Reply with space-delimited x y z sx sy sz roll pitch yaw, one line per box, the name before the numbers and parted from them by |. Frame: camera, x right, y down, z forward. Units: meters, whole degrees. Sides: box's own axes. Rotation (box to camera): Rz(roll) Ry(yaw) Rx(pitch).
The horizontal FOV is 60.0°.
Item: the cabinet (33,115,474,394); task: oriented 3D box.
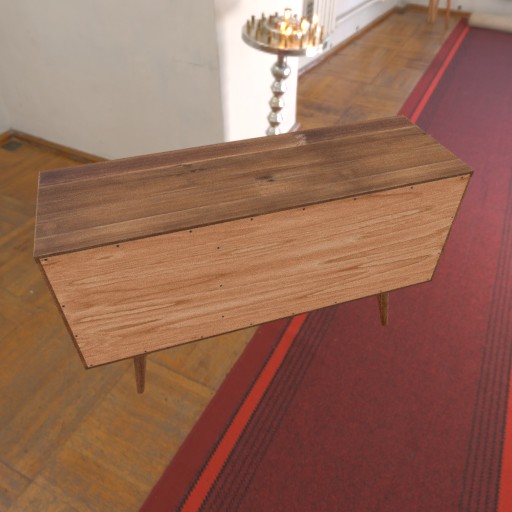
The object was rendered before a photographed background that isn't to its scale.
cabinet | 0.000 0.000 1.774 1.400 0.800 0.472 -12 44 -13
